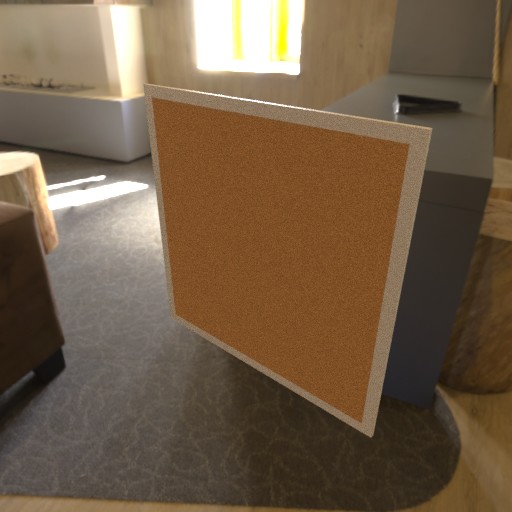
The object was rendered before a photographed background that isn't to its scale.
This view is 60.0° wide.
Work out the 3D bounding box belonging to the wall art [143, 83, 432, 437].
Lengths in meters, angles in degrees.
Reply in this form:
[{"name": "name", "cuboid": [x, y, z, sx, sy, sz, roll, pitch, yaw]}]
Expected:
[{"name": "wall art", "cuboid": [0.000, 0.000, 0.834, 0.558, 0.559, 0.009, 22, 36, 34]}]
